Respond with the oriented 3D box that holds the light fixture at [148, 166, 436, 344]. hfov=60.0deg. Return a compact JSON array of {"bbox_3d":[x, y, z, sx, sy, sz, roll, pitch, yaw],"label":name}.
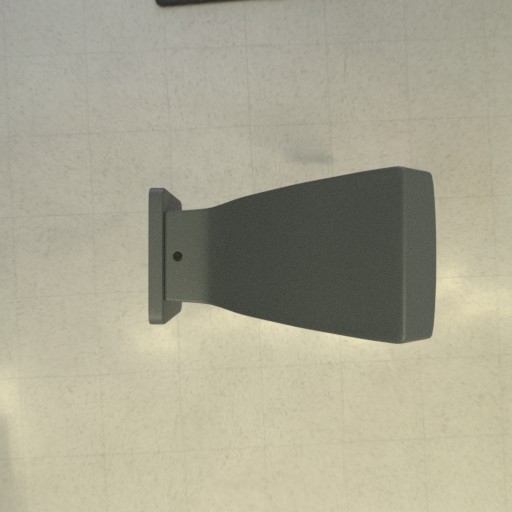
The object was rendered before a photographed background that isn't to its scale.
[{"bbox_3d":[0.000,0.000,0.320,0.174,0.243,0.108,0,90,-1],"label":"light fixture"}]
